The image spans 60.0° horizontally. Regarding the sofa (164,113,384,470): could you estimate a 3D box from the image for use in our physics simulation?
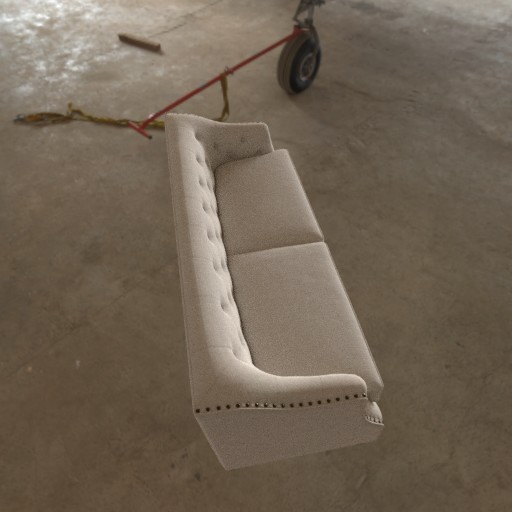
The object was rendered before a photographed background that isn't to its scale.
[{"bbox_3d":[0.000,0.000,2.771,0.914,0.901,2.235,-8,49,-7],"label":"sofa"}]
